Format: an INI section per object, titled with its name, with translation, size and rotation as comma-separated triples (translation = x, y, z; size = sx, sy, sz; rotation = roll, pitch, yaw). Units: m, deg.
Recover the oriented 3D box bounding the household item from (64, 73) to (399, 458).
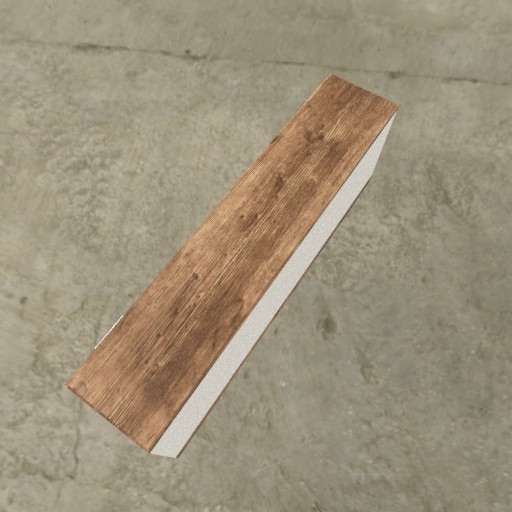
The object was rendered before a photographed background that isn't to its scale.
[household item]
translation = 0.000, 0.000, 2.071
size = 0.390, 0.615, 1.800
rotation = 32, 68, 14
